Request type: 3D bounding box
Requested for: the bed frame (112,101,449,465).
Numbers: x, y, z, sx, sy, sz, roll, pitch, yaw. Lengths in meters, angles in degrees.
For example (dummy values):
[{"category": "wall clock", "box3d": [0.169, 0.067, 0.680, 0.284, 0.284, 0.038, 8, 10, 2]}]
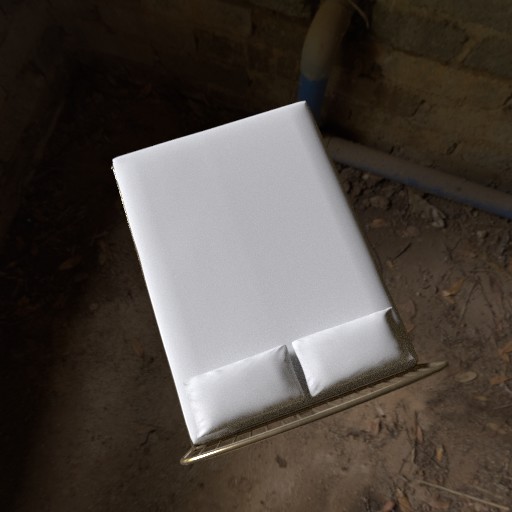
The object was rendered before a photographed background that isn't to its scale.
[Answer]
[{"category": "bed frame", "box3d": [0.000, 0.000, 3.079, 1.612, 1.175, 2.152, -18, 75, -5]}]
